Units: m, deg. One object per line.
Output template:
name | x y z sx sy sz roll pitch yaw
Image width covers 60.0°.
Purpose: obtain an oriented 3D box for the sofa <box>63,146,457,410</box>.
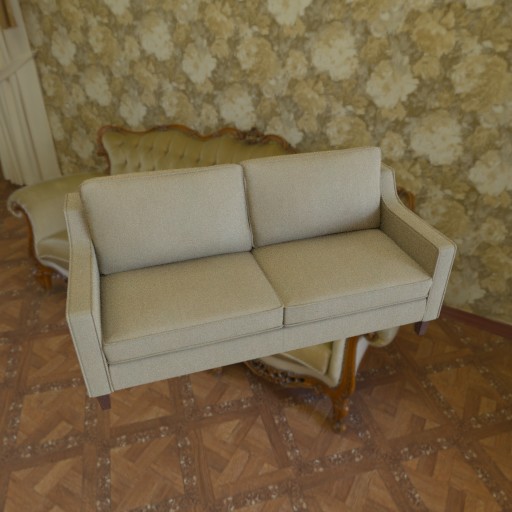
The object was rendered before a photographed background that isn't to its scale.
sofa | 0.000 0.000 2.828 2.178 1.071 1.066 -9 33 -15
